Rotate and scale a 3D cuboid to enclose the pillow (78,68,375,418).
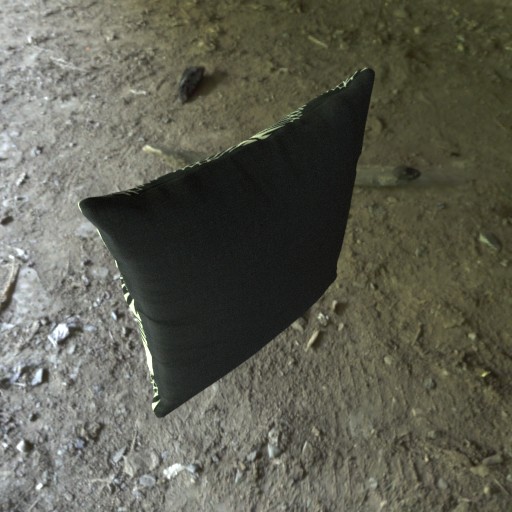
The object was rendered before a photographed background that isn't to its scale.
[{"bbox_3d":[0.000,0.000,0.650,0.432,0.432,0.139,-34,55,-28],"label":"pillow"}]
